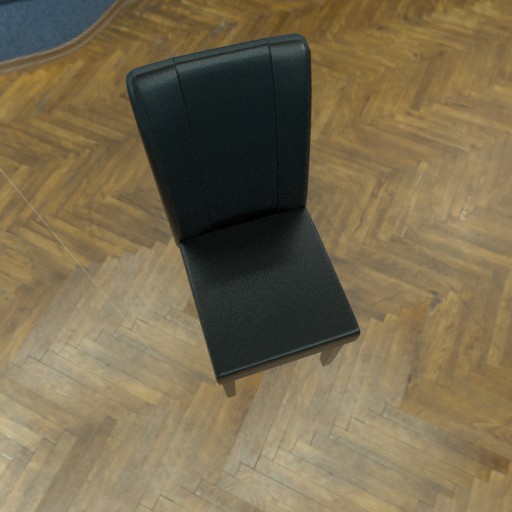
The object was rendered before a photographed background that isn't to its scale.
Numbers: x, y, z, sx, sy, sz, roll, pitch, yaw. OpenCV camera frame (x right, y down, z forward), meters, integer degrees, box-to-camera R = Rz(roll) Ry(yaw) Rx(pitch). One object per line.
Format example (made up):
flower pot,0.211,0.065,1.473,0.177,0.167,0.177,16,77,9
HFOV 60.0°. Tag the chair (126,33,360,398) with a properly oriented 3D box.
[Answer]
chair,0.000,0.000,1.196,0.399,0.897,0.556,-16,65,-8
